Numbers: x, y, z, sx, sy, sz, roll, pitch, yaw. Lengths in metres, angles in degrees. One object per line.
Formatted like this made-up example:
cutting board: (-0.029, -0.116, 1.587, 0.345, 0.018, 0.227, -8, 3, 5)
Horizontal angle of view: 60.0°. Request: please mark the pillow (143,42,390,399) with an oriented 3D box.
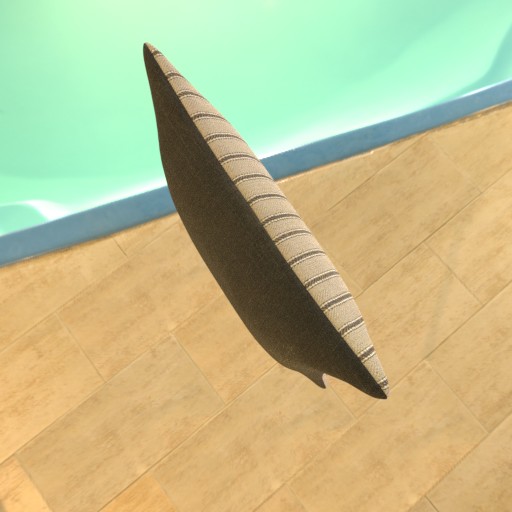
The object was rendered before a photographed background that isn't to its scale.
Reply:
pillow: (0.000, 0.000, 0.667, 0.138, 0.444, 0.468, -32, 77, -8)
